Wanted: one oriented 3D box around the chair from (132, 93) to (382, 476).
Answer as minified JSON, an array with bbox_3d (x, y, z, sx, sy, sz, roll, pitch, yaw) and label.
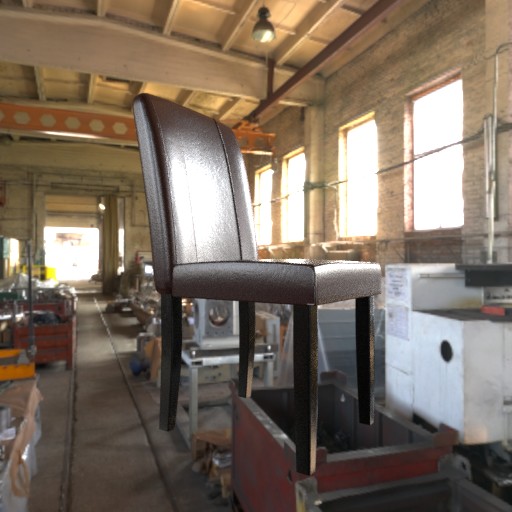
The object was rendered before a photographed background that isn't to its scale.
[{"bbox_3d":[0.000,0.000,1.195,0.556,0.897,0.399,0,-1,35],"label":"chair"}]
